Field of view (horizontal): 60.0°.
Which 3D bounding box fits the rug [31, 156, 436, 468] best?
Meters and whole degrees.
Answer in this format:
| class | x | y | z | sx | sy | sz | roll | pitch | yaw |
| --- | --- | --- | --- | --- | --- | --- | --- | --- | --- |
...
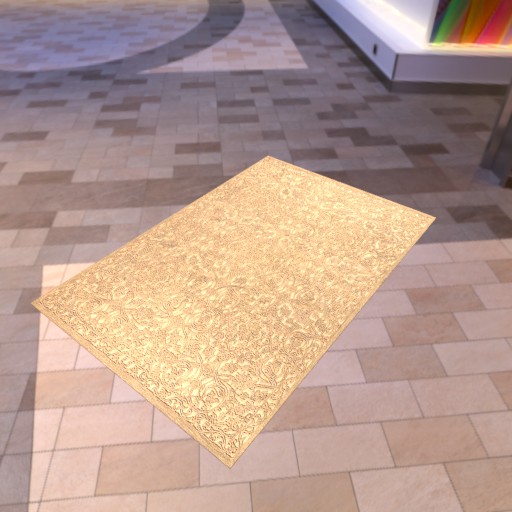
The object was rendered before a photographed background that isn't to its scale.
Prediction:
| class | x | y | z | sx | sy | sz | roll | pitch | yaw |
| --- | --- | --- | --- | --- | --- | --- | --- | --- | --- |
| rug | 0.000 | 0.000 | 2.313 | 1.221 | 0.006 | 1.827 | 27 | 47 | 28 |
